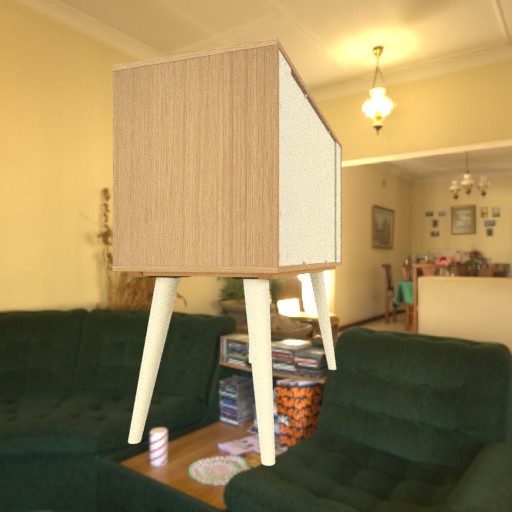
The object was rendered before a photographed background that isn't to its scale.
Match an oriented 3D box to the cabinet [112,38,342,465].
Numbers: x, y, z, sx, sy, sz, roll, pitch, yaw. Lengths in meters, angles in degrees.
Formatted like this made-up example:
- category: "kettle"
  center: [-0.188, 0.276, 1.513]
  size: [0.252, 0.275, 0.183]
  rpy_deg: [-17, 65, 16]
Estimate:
- category: "cabinet"
  center: [0.000, 0.000, 1.609]
  size: [0.470, 1.016, 1.057]
  rpy_deg: [0, 0, 19]
